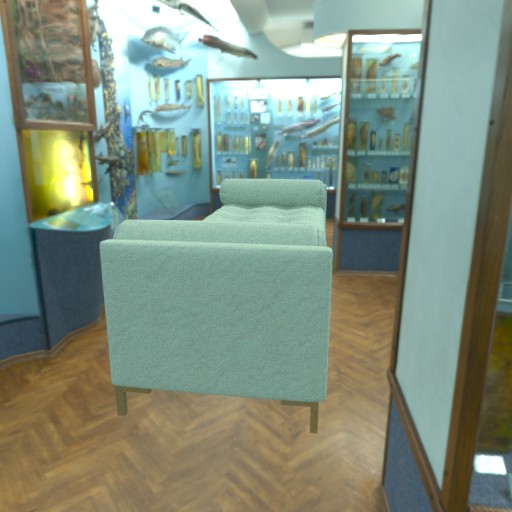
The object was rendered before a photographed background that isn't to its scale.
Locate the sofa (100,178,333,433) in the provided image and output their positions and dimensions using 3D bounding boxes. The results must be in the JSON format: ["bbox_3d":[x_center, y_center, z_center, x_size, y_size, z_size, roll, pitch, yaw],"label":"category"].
[{"bbox_3d":[0.000,0.000,2.481,0.796,0.705,2.102,2,15,8],"label":"sofa"}]
